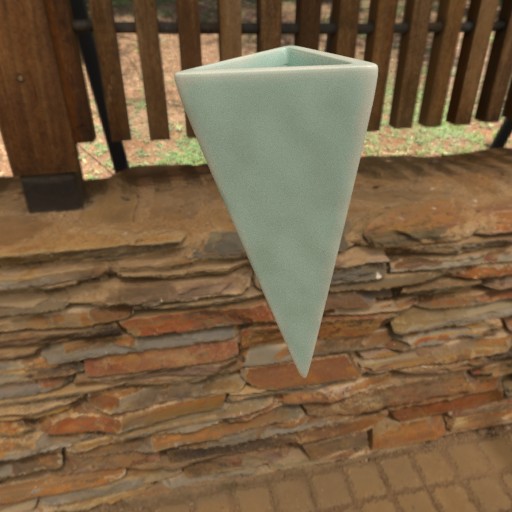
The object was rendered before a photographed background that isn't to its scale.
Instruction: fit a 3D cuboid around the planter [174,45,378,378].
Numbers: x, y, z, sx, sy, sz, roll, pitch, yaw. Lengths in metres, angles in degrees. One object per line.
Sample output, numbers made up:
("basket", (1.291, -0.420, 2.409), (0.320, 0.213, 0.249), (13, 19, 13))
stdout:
("planter", (0.000, 0.000, 0.215), (0.064, 0.178, 0.080), (-9, 31, -15))
